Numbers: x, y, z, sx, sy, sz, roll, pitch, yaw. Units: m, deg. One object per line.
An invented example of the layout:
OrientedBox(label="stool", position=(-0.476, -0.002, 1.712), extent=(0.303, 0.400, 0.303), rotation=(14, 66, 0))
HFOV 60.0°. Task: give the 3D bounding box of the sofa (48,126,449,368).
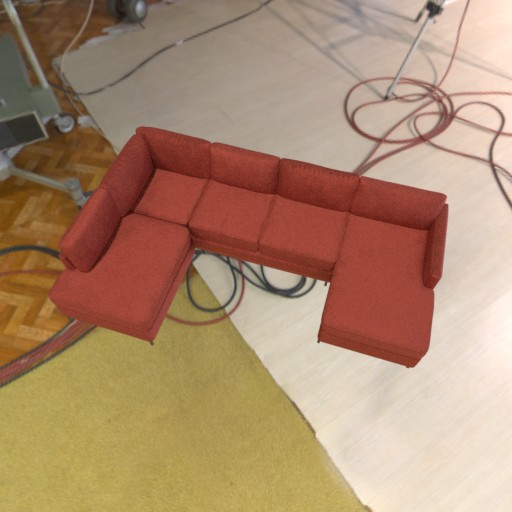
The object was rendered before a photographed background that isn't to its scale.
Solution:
OrientedBox(label="sofa", position=(0.000, 0.000, 4.349), extent=(3.434, 0.992, 2.055), rotation=(15, 58, 9))
